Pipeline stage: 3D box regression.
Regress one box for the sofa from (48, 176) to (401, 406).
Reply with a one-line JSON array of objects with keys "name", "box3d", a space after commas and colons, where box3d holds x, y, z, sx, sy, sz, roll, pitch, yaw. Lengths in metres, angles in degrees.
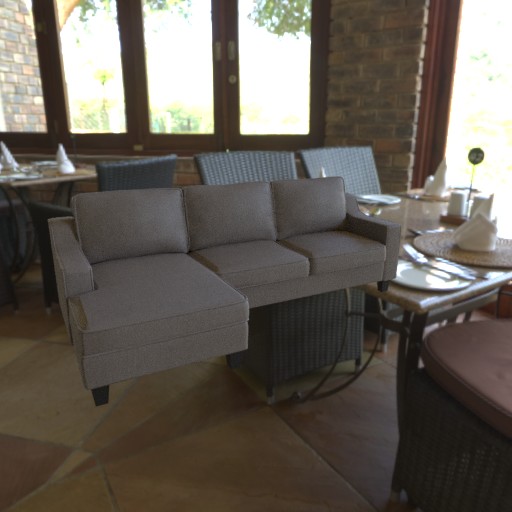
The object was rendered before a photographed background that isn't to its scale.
[{"name": "sofa", "box3d": [0.000, 0.000, 3.152, 2.561, 0.928, 1.294, -9, 19, -27]}]
